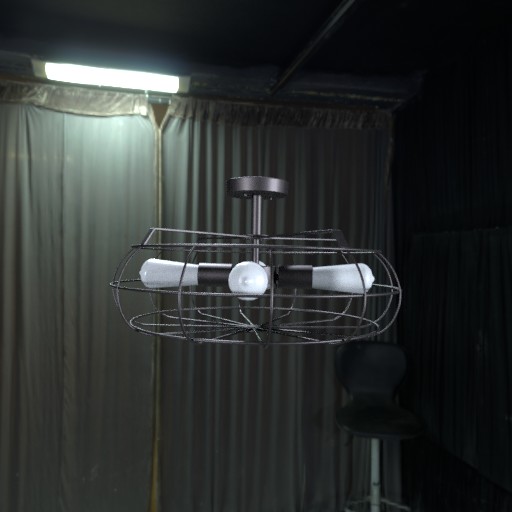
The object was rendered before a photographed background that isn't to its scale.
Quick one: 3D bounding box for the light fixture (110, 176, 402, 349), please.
[{"bbox_3d":[0.000,0.000,0.929,0.582,0.311,0.582,0,0,0],"label":"light fixture"}]
